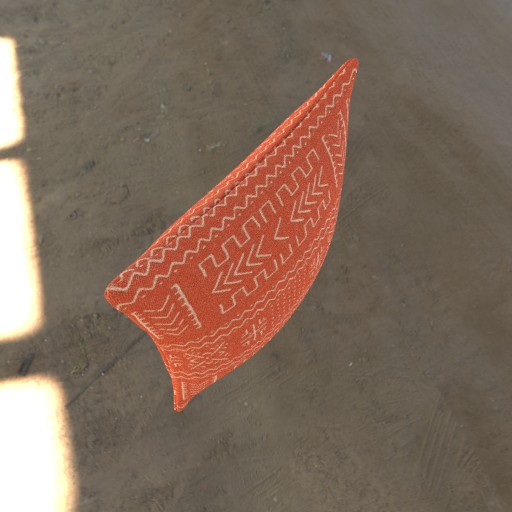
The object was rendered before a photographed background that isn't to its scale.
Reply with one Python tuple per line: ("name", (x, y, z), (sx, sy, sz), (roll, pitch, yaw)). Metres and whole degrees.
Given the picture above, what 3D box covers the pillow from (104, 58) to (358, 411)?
("pillow", (0.000, 0.000, 0.653), (0.164, 0.429, 0.438), (32, 63, 19))
